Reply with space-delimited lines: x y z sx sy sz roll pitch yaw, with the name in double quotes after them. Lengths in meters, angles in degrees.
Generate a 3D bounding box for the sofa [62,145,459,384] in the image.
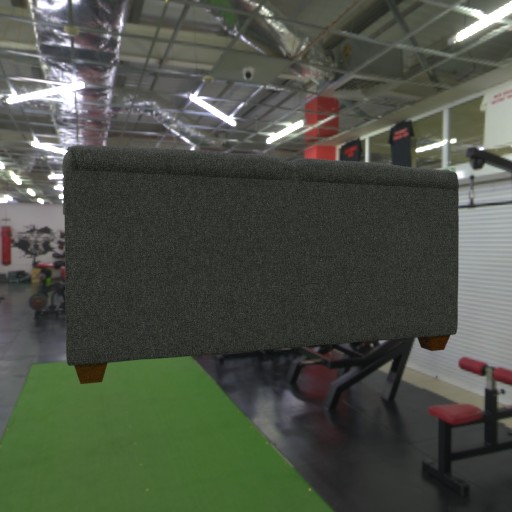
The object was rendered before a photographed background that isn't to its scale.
0.000 0.000 2.394 1.846 0.958 0.998 -1 2 -19 "sofa"
